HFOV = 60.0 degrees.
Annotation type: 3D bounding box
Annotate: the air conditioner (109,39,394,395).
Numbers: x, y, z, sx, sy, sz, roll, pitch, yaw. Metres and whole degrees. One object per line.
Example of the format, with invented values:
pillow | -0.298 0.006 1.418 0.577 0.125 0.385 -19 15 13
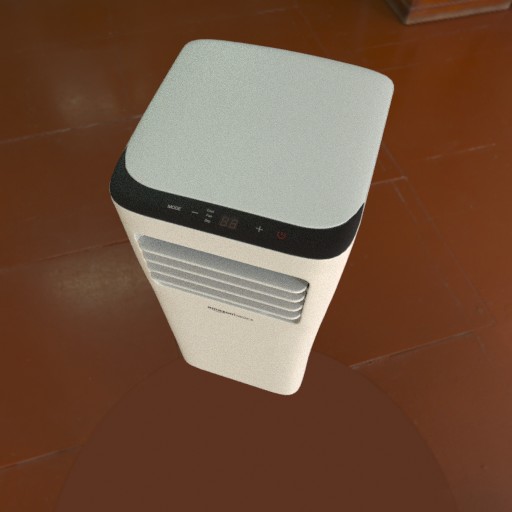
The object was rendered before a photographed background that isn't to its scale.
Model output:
air conditioner | 0.000 0.000 0.926 0.352 0.716 0.369 15 59 9
